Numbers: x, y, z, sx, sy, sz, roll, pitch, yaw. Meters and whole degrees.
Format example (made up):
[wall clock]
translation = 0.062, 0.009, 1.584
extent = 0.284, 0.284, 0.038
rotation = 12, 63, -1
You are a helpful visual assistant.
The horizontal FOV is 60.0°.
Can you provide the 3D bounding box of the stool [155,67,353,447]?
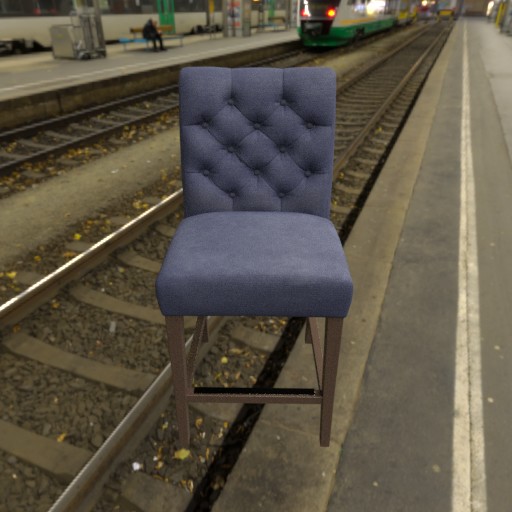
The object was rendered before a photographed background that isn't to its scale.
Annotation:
[stool]
translation = 0.000, 0.000, 1.348
extent = 0.493, 1.010, 0.601
rotation = 0, 29, 1
